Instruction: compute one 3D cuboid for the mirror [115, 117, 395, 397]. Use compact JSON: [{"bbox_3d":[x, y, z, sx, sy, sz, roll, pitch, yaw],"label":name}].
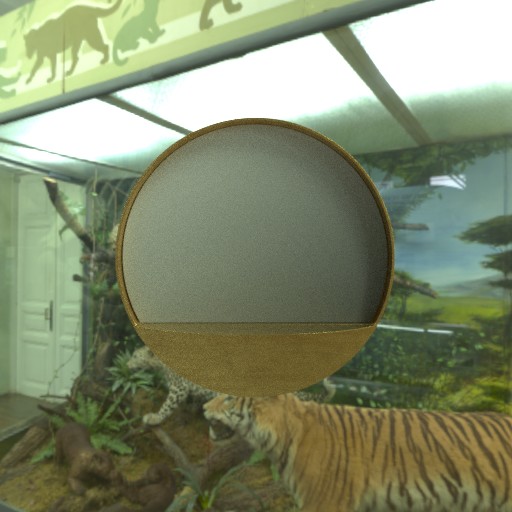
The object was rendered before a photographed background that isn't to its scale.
[{"bbox_3d":[0.000,0.000,0.687,0.457,0.457,0.133,0,-1,-1],"label":"mirror"}]
